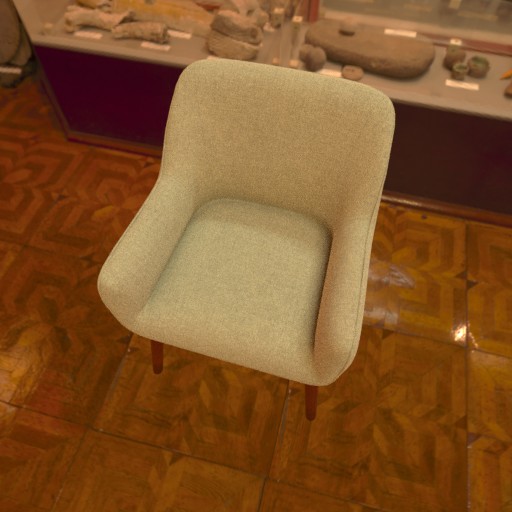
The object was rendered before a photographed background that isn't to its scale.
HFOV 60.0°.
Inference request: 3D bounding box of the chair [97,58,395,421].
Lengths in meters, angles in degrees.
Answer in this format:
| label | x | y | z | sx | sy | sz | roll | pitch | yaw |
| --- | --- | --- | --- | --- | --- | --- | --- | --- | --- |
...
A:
| label | x | y | z | sx | sy | sz | roll | pitch | yaw |
| --- | --- | --- | --- | --- | --- | --- | --- | --- | --- |
| chair | 0.000 | 0.000 | 1.258 | 0.610 | 0.813 | 0.610 | 14 | 57 | 9 |
